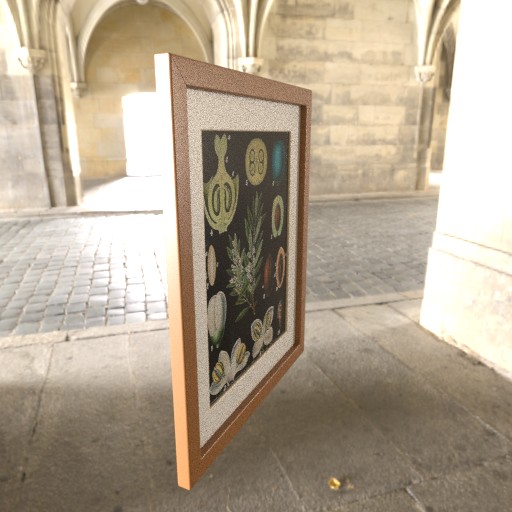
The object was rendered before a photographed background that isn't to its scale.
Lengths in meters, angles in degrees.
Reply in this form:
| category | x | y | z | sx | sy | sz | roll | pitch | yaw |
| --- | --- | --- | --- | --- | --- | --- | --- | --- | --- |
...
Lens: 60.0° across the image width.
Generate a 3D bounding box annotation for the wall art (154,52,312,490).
| category | x | y | z | sx | sy | sz | roll | pitch | yaw |
| --- | --- | --- | --- | --- | --- | --- | --- | --- | --- |
| wall art | 0.000 | 0.000 | 0.729 | 0.021 | 0.550 | 0.449 | 7 | 17 | 25 |
